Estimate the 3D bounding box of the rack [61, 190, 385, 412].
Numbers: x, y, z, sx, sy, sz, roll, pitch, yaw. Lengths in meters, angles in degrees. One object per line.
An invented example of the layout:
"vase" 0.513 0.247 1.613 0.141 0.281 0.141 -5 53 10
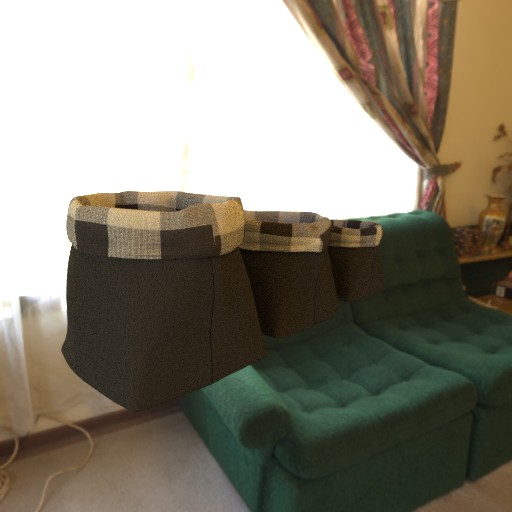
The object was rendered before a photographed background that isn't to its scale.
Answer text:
"rack" 0.000 0.000 1.069 0.370 0.329 0.889 13 19 43
